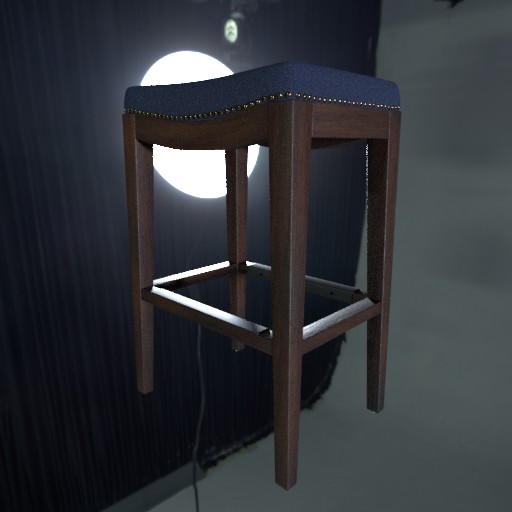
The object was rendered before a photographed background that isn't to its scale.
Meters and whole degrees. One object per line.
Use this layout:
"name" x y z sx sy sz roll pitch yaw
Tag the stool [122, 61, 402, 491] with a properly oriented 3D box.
"stool" 0.000 0.000 1.004 0.498 0.740 0.358 13 19 42
